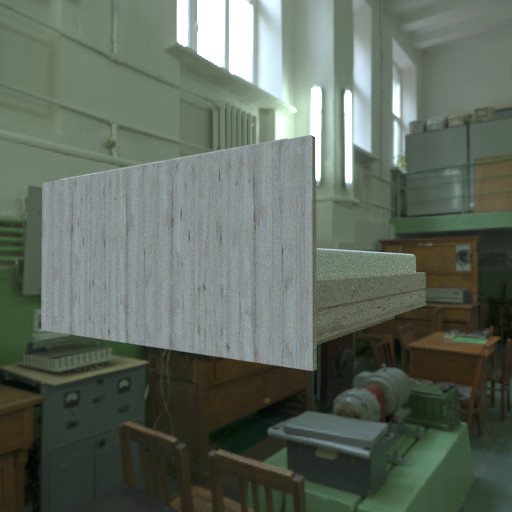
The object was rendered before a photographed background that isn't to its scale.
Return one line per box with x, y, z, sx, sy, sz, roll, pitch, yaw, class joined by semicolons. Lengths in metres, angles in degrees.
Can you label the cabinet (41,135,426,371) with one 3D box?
0.000;0.000;3.192;1.950;0.970;2.080;-1;-1;34;cabinet
